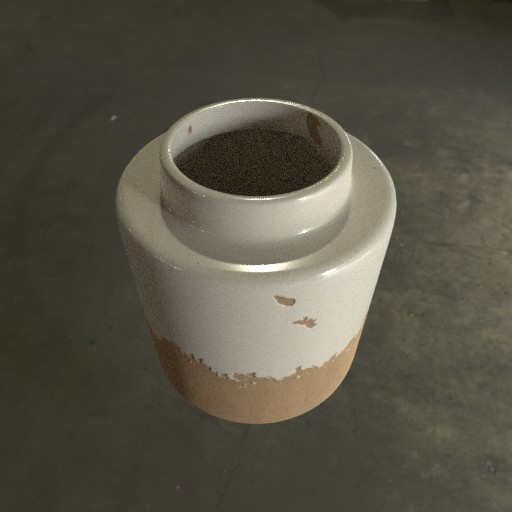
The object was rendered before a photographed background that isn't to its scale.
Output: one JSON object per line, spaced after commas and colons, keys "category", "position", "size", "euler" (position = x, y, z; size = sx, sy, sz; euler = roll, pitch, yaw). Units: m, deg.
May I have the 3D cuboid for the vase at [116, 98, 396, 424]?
{"category": "vase", "position": [0.000, 0.000, 0.285], "size": [0.153, 0.167, 0.153], "euler": [0, 46, 0]}
